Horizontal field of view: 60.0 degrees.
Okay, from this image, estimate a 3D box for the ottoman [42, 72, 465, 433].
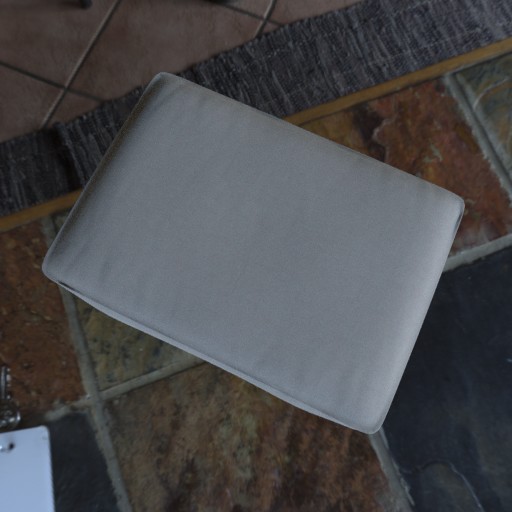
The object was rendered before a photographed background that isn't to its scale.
[{"bbox_3d":[0.000,0.000,1.200,0.848,0.482,0.611,25,77,6],"label":"ottoman"}]
